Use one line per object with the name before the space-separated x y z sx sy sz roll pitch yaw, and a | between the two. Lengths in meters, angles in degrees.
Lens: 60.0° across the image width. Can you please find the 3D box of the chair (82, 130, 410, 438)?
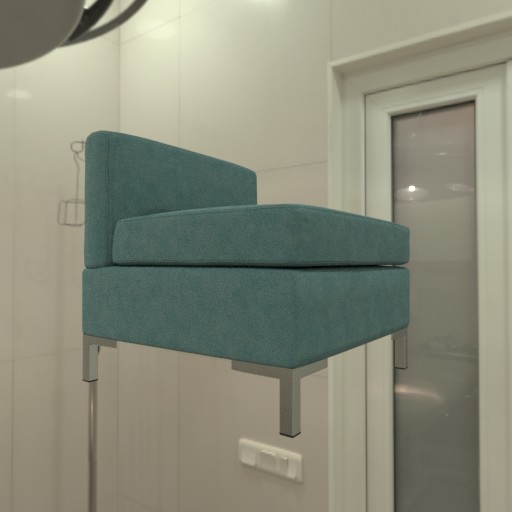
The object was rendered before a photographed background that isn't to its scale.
chair | 0.000 0.000 1.237 0.685 0.660 0.684 -1 -1 36
